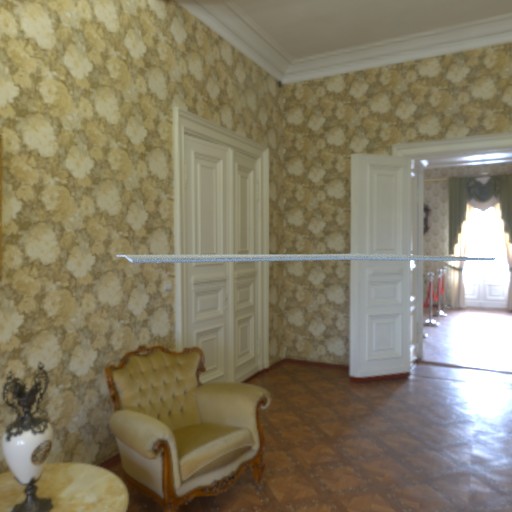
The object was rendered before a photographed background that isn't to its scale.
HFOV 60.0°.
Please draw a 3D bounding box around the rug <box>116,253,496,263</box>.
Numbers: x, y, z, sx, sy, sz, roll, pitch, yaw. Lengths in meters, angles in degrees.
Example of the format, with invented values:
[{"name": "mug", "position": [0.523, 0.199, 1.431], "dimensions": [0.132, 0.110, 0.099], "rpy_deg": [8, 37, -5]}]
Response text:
[{"name": "rug", "position": [0.000, 0.000, 4.214], "dimensions": [2.461, 0.046, 3.237], "rpy_deg": [0, 1, -19]}]
